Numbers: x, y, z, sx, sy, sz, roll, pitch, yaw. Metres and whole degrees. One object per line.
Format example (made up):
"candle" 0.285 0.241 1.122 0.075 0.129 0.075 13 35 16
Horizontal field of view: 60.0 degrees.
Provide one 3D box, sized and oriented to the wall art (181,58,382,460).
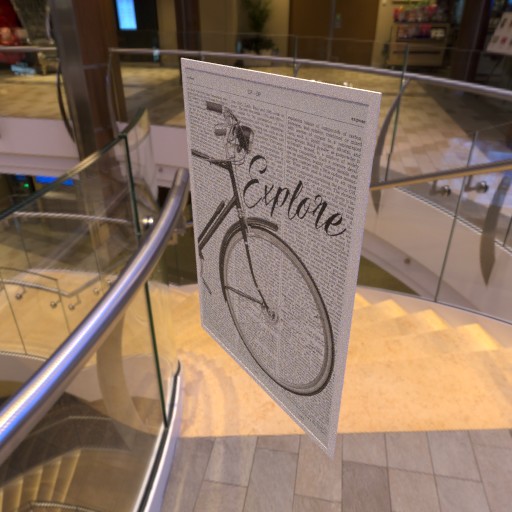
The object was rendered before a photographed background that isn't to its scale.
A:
"wall art" 0.000 0.000 0.787 0.003 0.610 0.457 -20 35 -31
